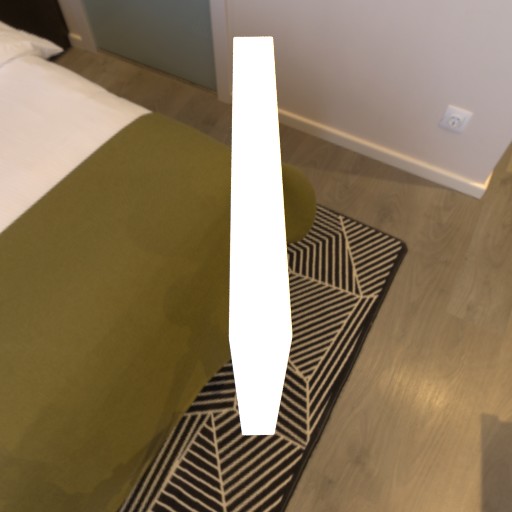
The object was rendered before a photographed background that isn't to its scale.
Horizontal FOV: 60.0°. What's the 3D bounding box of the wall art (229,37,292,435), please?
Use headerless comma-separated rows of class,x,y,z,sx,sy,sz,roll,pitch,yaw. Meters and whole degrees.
wall art,0.000,0.000,0.471,0.038,0.305,0.305,-1,58,-1
